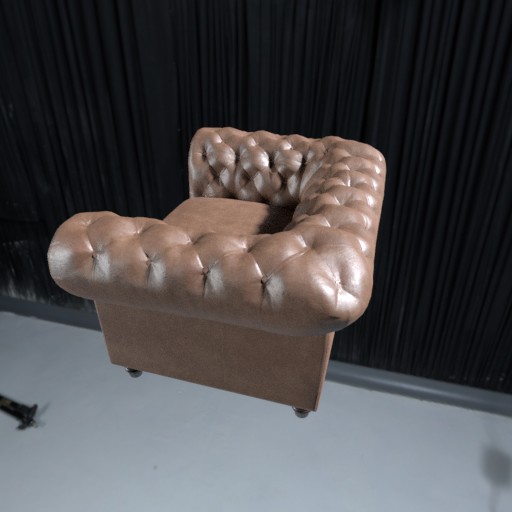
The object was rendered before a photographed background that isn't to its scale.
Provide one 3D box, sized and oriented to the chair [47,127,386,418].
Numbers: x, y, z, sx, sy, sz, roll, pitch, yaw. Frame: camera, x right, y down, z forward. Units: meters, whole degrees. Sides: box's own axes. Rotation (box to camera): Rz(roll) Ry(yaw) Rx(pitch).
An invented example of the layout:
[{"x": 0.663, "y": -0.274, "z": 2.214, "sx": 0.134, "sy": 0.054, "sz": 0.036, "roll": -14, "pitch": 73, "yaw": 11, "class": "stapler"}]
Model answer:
[{"x": 0.000, "y": 0.000, "z": 1.862, "sx": 0.954, "sy": 0.784, "sz": 1.298, "roll": 9, "pitch": 33, "yaw": 14, "class": "chair"}]
